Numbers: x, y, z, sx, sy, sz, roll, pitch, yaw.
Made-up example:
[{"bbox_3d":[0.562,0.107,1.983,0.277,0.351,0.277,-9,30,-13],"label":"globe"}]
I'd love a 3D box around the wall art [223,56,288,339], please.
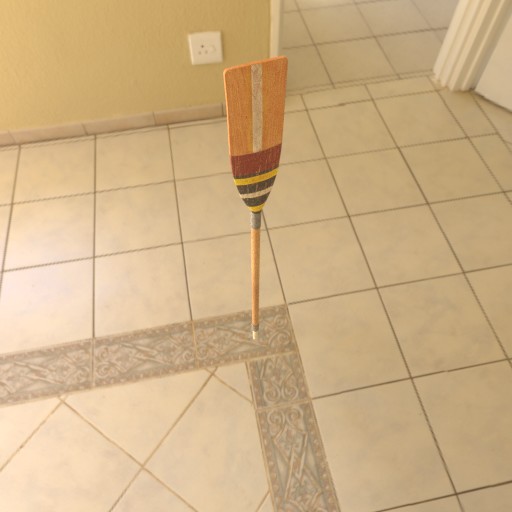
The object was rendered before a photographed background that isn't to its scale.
[{"bbox_3d":[0.000,0.000,1.609,0.146,1.556,0.038,-18,59,-11],"label":"wall art"}]
